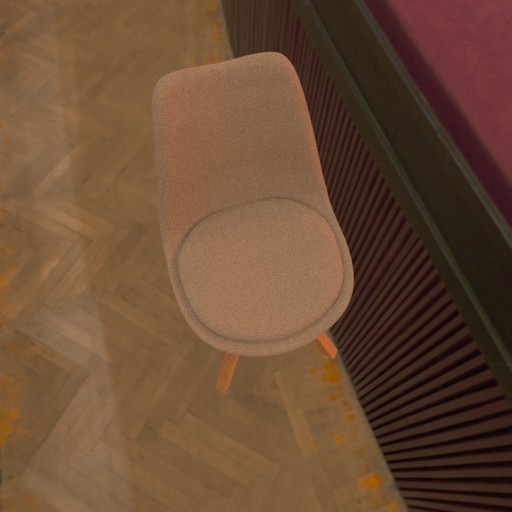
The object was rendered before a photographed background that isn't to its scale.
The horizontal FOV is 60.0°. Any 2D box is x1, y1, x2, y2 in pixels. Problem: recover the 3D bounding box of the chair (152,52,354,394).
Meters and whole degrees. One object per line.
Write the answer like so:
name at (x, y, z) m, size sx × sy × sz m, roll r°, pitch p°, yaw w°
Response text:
chair at (0.000, 0.000, 1.221) m, size 0.474 × 0.863 × 0.549 m, roll -16°, pitch 65°, yaw -8°
